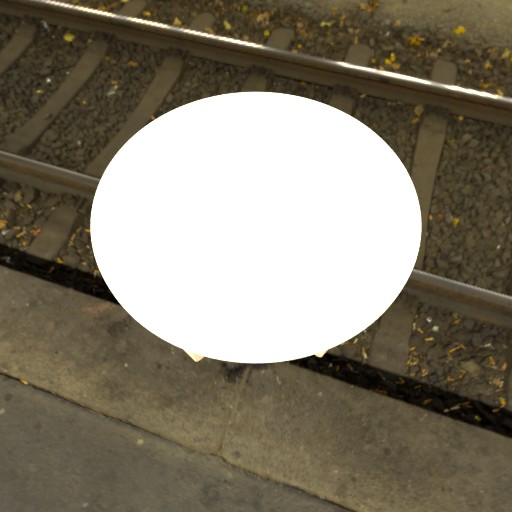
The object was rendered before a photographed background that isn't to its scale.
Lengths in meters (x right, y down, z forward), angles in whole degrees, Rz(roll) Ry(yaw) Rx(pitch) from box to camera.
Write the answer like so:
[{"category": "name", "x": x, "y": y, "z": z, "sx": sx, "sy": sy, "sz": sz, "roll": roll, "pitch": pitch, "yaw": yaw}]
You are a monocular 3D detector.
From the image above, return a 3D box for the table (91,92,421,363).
[{"category": "table", "x": 0.000, "y": 0.000, "z": 0.989, "sx": 0.600, "sy": 0.400, "sz": 0.600, "roll": 0, "pitch": 59, "yaw": 0}]
